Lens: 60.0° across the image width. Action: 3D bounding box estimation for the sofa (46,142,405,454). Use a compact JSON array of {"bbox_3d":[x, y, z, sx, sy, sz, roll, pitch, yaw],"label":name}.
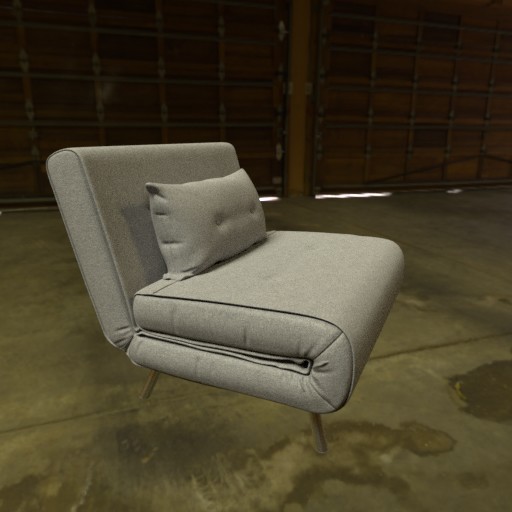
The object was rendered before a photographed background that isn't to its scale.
[{"bbox_3d":[0.000,0.000,1.705,1.000,0.825,1.020,7,17,24],"label":"sofa"}]
